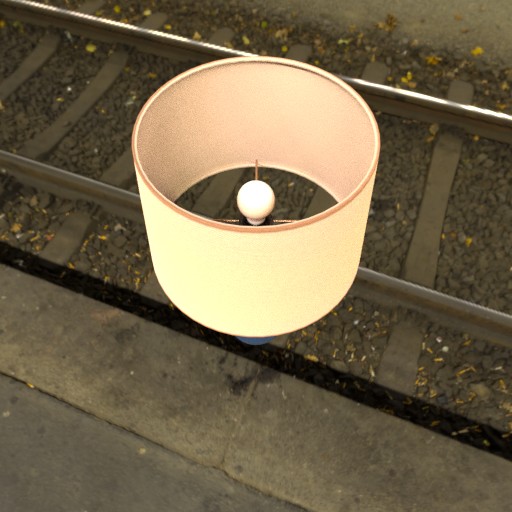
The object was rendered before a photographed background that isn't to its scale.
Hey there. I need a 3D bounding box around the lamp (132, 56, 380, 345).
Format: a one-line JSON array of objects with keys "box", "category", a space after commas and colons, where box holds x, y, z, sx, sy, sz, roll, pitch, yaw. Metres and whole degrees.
[{"box": [0.000, 0.000, 0.832, 0.367, 0.609, 0.367, 0, 58, 0], "category": "lamp"}]
